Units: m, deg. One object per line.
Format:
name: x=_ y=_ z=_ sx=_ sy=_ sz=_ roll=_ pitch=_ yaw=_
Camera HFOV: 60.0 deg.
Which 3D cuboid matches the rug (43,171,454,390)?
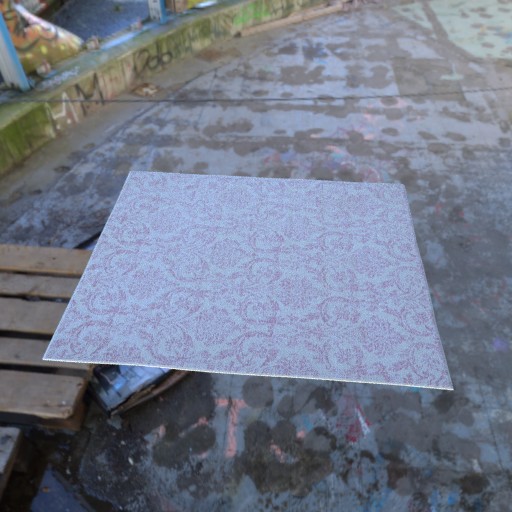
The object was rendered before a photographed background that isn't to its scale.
rug: x=0.000 y=0.000 z=4.008 sx=2.980 sy=0.012 sz=2.363 roll=3 pitch=47 yaw=3
